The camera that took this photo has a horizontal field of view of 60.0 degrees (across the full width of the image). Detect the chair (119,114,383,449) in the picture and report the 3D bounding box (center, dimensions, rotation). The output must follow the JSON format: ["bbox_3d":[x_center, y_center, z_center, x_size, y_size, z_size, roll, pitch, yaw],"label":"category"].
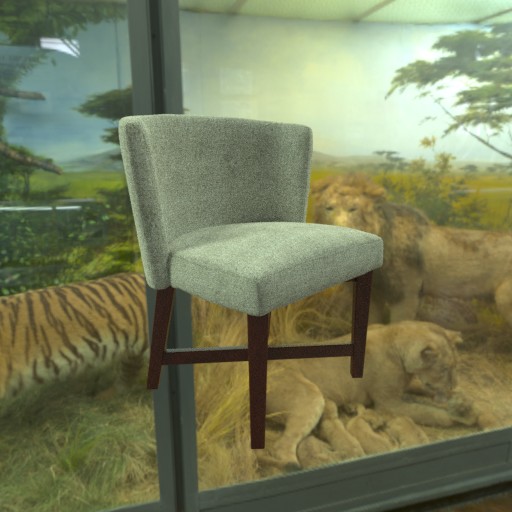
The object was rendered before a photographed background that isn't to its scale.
[{"bbox_3d":[0.000,0.000,1.335,0.575,0.827,0.728,14,20,42],"label":"chair"}]
